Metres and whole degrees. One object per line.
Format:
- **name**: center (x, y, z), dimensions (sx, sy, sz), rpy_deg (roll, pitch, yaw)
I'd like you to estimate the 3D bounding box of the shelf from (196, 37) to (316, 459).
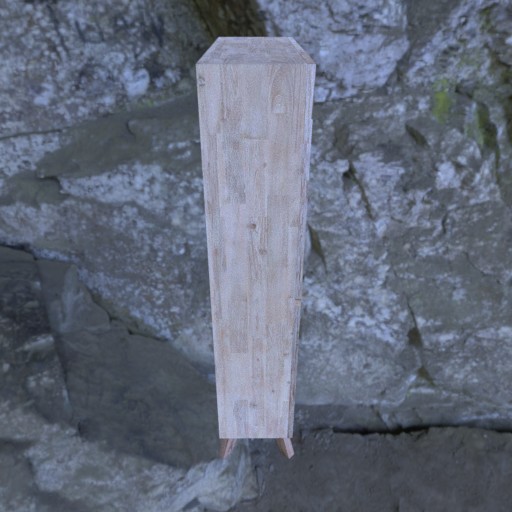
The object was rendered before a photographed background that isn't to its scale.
- **shelf**: center (0.000, 0.000, 1.717), dimensions (0.308, 1.471, 0.748), rpy_deg (0, 31, 0)
